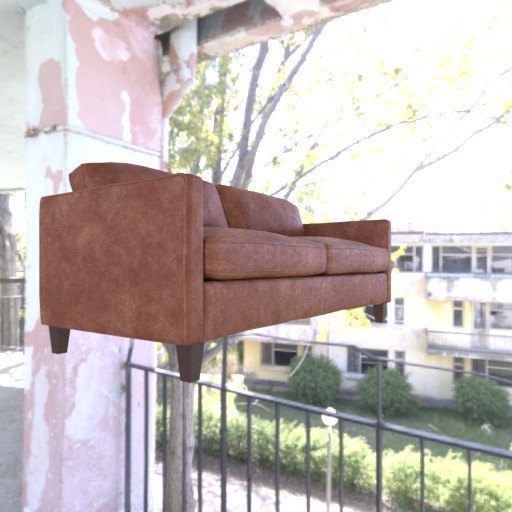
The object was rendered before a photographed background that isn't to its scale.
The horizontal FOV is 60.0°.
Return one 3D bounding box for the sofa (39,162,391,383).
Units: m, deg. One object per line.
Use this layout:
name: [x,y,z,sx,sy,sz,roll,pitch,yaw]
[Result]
sofa: [0.000,0.000,2.433,0.923,0.863,1.971,-1,-1,36]
